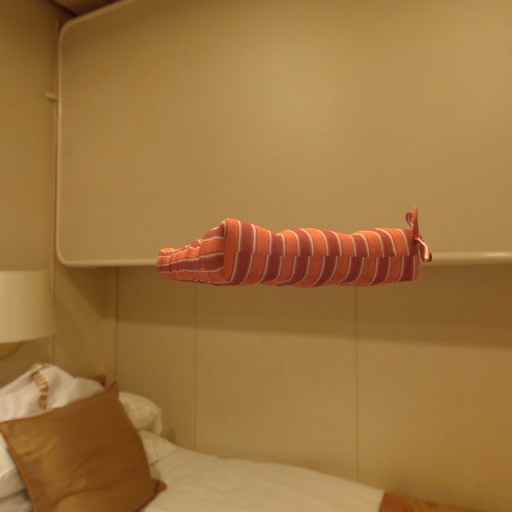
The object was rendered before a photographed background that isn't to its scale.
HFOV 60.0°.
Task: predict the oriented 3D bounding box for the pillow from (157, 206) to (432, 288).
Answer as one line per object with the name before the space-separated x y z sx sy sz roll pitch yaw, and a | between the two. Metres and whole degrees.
pillow | 0.000 0.000 1.393 0.511 0.174 1.194 1 -2 -18
